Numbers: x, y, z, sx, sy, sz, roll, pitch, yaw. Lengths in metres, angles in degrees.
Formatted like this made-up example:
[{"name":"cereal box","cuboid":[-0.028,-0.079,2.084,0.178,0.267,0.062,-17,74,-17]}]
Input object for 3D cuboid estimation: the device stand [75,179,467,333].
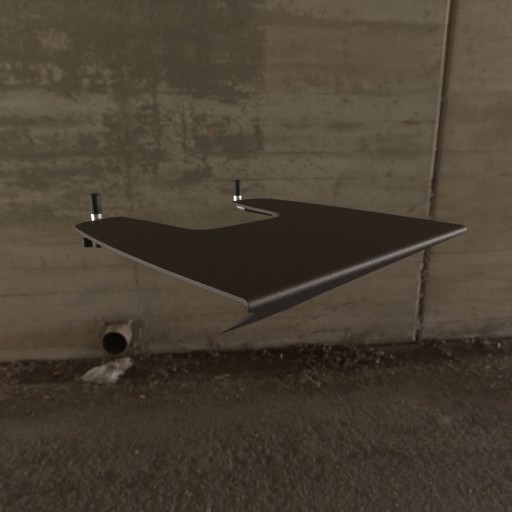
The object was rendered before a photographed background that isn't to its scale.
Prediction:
[{"name":"device stand","cuboid":[0.000,0.000,0.351,0.230,0.092,0.230,-14,21,-42]}]
